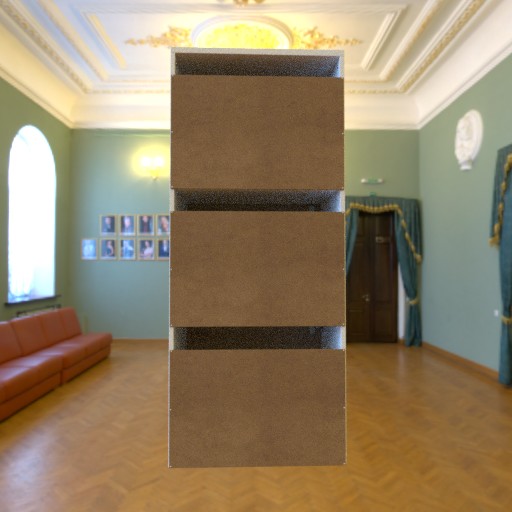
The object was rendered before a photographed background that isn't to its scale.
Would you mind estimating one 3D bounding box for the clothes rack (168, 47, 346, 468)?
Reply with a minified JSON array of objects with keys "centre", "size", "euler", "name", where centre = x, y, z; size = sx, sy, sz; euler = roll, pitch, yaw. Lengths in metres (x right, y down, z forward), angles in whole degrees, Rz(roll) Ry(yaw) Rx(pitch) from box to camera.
[{"centre":[0.000,0.000,1.419],"size":[0.500,1.187,0.331],"euler":[0,-2,-2],"name":"clothes rack"}]
